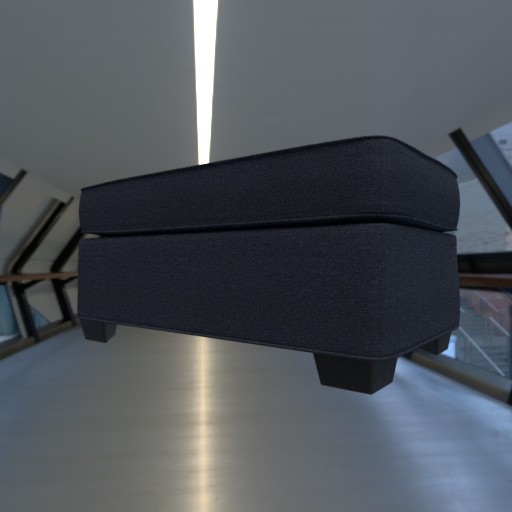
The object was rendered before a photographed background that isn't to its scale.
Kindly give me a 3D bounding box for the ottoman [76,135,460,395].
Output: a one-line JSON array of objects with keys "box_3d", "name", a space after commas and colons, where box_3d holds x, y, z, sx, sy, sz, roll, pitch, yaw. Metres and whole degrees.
[{"box_3d": [0.000, 0.000, 1.138, 0.895, 0.453, 0.505, 0, -1, 37], "name": "ottoman"}]
